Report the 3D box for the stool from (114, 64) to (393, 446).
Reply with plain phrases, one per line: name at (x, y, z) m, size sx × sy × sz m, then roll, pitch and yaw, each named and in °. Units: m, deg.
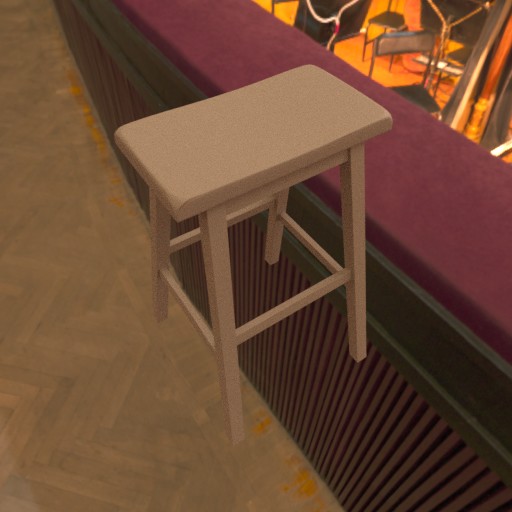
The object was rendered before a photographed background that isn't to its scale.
stool at (0.000, 0.000, 1.065) m, size 0.457 × 0.737 × 0.476 m, roll -27°, pitch 54°, yaw -21°
